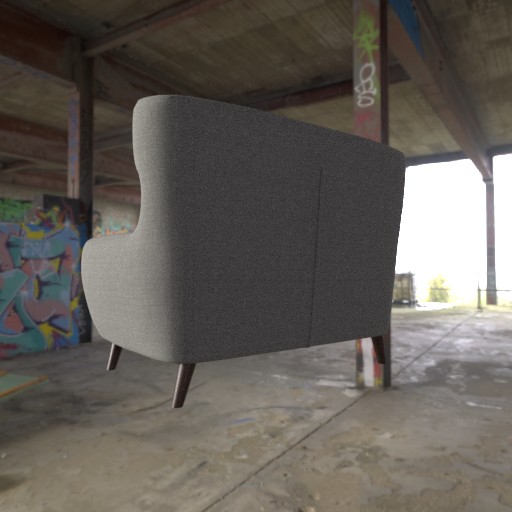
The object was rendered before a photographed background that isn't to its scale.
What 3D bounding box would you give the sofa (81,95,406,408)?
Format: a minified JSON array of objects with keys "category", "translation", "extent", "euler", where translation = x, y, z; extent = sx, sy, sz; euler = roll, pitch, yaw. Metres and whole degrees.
[{"category":"sofa","translation":[0.000,0.000,2.042],"extent":[1.386,1.028,0.884],"euler":[1,-1,-37]}]
